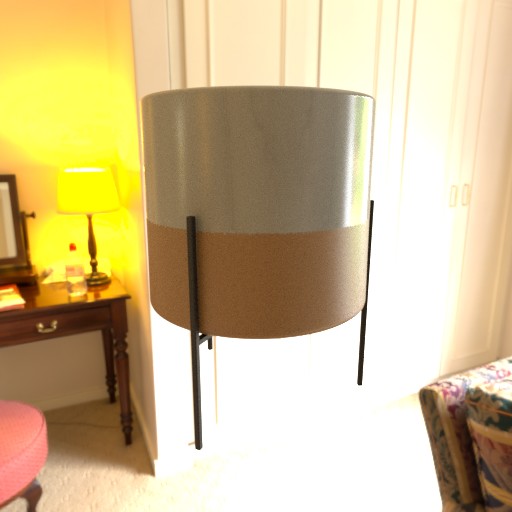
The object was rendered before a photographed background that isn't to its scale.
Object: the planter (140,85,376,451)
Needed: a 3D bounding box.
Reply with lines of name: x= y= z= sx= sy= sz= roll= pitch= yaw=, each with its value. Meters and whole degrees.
planter: x=0.000 y=0.000 z=0.717 sx=0.348 sy=0.480 sz=0.360 roll=7 pitch=15 yaw=26
